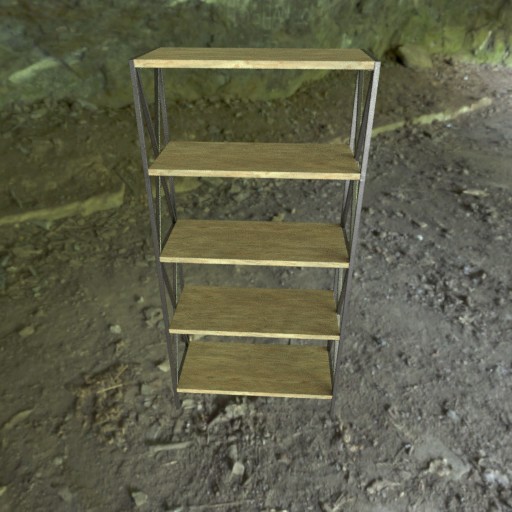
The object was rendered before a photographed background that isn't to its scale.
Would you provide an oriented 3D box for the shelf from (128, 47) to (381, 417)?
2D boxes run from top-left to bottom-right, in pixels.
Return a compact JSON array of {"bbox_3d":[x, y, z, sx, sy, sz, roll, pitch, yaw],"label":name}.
[{"bbox_3d":[0.000,0.000,2.158,0.874,1.803,0.386,2,31,3],"label":"shelf"}]
